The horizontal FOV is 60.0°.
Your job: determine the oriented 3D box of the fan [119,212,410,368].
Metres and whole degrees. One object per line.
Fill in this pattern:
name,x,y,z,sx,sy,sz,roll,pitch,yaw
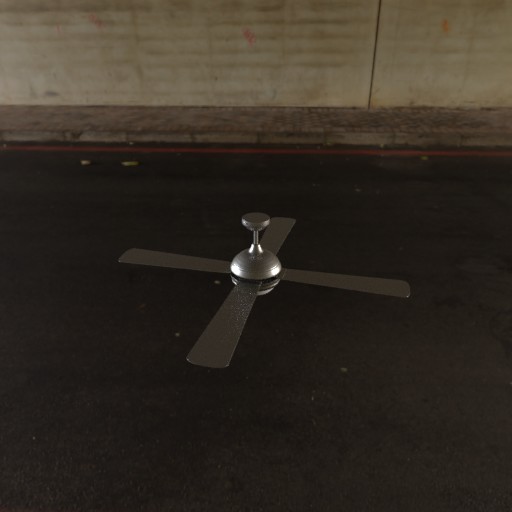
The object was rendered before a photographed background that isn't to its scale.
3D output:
fan,0.000,0.000,2.050,1.321,0.381,1.321,17,31,31
